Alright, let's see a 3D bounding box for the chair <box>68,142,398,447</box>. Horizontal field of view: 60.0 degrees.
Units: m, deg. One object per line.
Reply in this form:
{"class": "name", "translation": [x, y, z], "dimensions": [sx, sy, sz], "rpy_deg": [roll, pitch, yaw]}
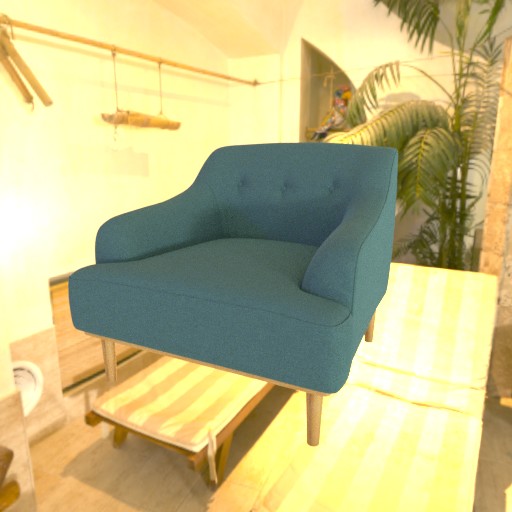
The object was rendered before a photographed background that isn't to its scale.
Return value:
{"class": "chair", "translation": [0.000, 0.000, 1.633], "dimensions": [0.946, 0.818, 0.951], "rpy_deg": [7, 15, 26]}
